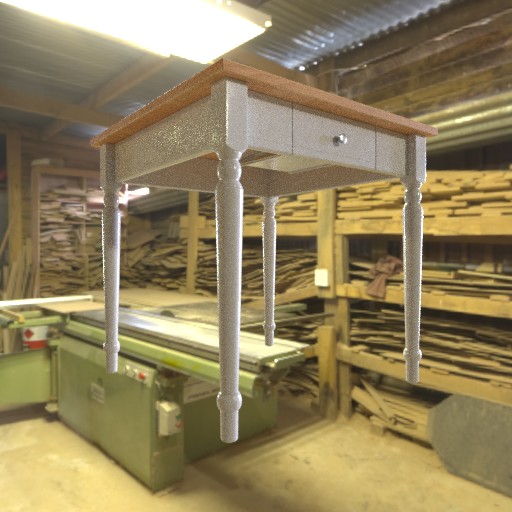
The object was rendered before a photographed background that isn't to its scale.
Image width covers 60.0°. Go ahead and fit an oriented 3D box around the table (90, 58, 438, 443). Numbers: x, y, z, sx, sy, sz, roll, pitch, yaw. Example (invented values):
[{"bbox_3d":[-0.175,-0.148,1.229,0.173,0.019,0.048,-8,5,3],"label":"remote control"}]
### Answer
[{"bbox_3d":[0.000,0.000,1.343,0.747,0.738,0.747,0,0,-38],"label":"table"}]
